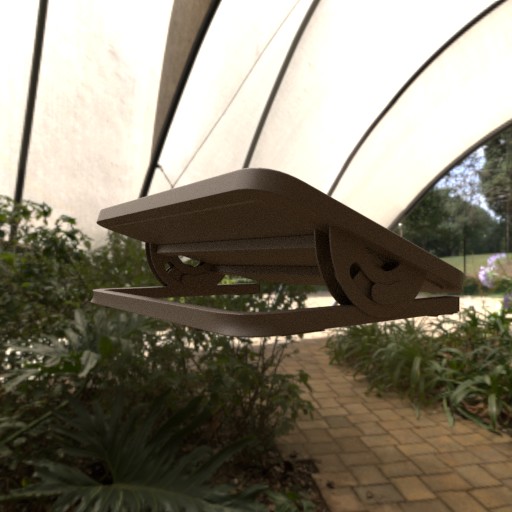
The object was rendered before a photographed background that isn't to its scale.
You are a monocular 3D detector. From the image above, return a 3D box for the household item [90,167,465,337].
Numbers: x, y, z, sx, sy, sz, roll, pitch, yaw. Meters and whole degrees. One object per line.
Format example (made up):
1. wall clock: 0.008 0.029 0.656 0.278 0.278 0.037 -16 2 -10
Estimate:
1. household item: 0.000 0.000 0.543 0.301 0.126 0.390 0 -1 -37
